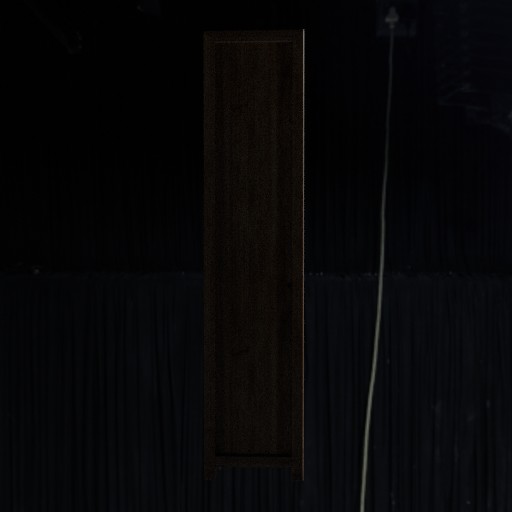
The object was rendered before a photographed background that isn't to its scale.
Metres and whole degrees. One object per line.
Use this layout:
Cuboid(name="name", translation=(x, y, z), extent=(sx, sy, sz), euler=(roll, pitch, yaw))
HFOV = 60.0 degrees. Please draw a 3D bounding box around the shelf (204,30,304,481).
Cuboid(name="shelf", translation=(0.000, 0.000, 2.120), extent=(0.428, 1.900, 0.500), euler=(0, 1, 1))
